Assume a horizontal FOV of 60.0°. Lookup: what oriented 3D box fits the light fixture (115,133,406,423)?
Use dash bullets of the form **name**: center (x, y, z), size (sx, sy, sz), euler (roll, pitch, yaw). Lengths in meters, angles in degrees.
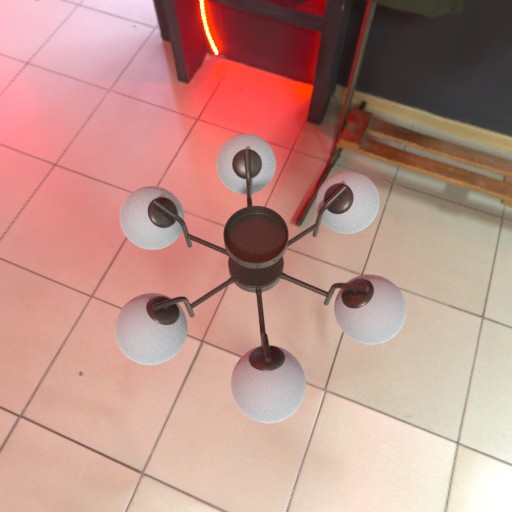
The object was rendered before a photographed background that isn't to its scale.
- **light fixture**: center (0.000, 0.000, 0.939), size (0.662, 0.201, 0.662), euler (0, 65, 0)
